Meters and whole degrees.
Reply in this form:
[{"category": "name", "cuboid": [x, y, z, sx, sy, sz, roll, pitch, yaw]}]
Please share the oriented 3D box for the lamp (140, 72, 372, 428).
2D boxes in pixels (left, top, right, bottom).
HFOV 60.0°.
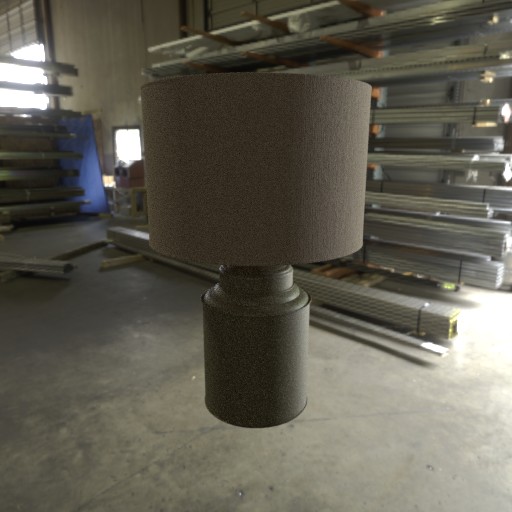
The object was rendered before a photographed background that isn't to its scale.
[{"category": "lamp", "cuboid": [0.000, 0.000, 0.684, 0.318, 0.486, 0.318, 0, 14, 0]}]
